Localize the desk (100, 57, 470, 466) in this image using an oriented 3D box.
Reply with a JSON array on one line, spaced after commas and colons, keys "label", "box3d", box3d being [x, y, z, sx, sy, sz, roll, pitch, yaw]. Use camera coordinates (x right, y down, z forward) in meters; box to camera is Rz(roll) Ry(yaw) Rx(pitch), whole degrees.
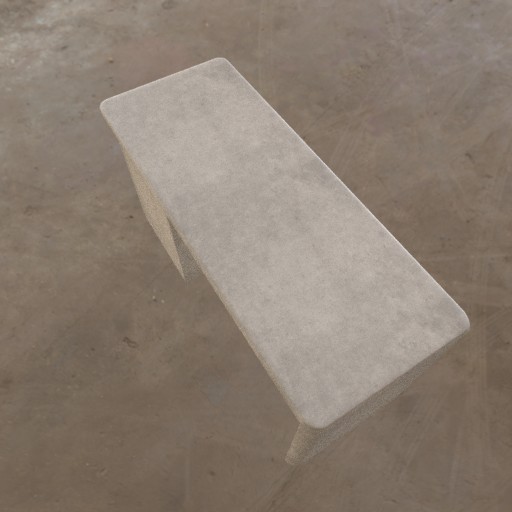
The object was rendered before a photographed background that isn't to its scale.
[{"label": "desk", "box3d": [0.000, 0.000, 1.762, 0.550, 0.755, 1.400, -28, 63, -16]}]
